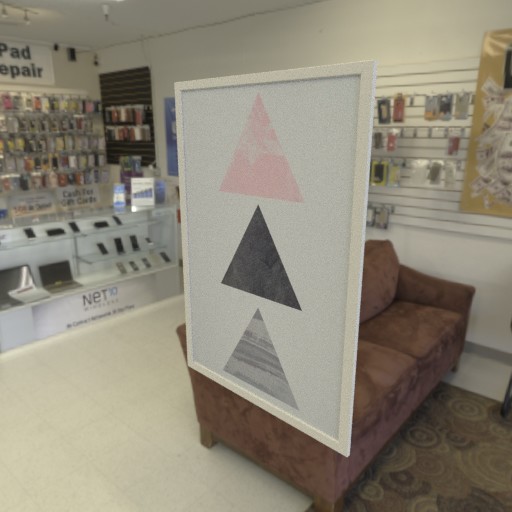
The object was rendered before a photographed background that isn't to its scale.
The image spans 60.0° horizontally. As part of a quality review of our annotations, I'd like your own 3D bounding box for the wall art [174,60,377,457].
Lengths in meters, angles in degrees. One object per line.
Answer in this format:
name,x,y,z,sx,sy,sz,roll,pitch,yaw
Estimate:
wall art,0.000,0.000,1.229,0.659,0.940,0.013,15,22,42
